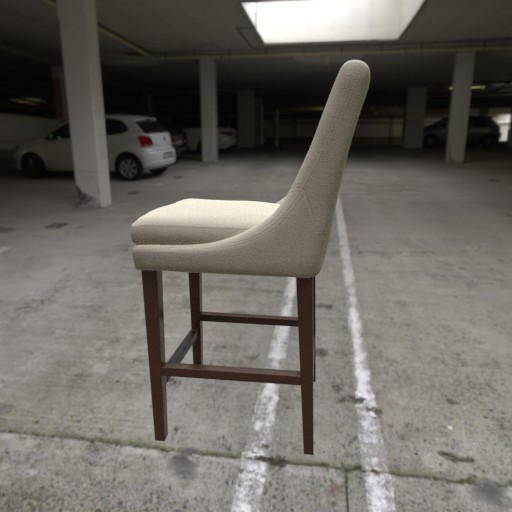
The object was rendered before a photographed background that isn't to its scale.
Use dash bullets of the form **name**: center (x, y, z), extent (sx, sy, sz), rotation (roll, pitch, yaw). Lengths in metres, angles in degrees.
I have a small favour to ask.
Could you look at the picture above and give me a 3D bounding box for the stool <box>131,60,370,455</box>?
- **stool**: center (0.000, 0.000, 1.289), extent (0.577, 0.981, 0.470), rotation (2, 14, 8)
